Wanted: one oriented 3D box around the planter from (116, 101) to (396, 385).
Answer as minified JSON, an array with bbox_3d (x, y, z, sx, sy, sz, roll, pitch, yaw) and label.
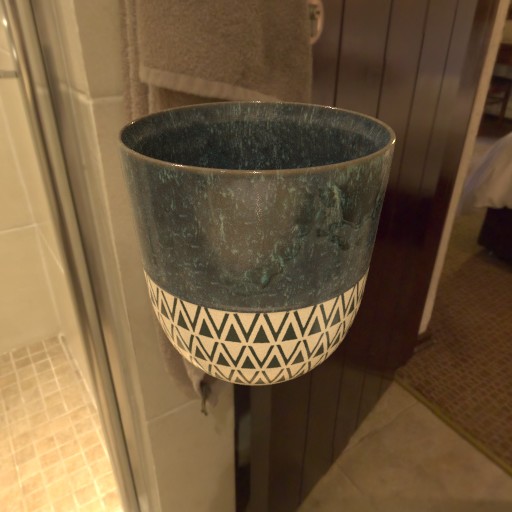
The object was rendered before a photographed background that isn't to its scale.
[{"bbox_3d":[0.000,0.000,0.372,0.195,0.214,0.195,0,30,0],"label":"planter"}]
